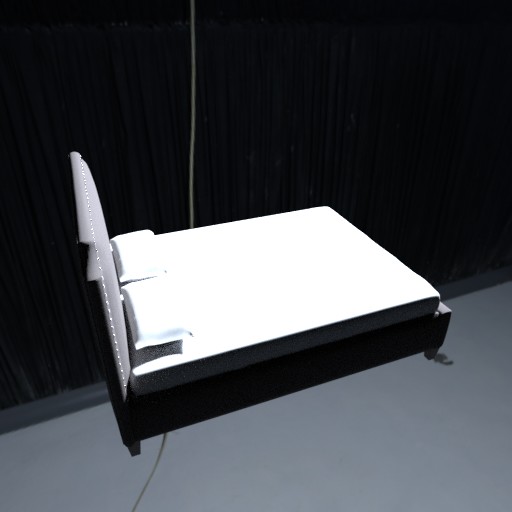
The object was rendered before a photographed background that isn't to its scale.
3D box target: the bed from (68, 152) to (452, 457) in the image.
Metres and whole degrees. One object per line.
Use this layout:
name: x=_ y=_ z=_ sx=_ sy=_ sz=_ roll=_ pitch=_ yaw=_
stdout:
bed: x=0.000 y=0.000 z=3.322 sx=2.372 sy=1.443 sz=1.713 roll=-11 pitch=33 yaw=-18
